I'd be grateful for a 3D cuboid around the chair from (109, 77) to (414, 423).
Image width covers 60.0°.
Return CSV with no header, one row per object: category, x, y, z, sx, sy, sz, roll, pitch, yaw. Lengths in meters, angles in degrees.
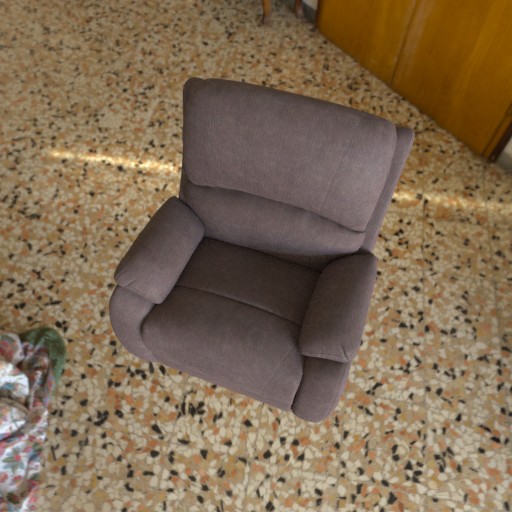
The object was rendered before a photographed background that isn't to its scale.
chair,0.000,0.000,1.738,0.930,1.011,0.899,17,60,11
